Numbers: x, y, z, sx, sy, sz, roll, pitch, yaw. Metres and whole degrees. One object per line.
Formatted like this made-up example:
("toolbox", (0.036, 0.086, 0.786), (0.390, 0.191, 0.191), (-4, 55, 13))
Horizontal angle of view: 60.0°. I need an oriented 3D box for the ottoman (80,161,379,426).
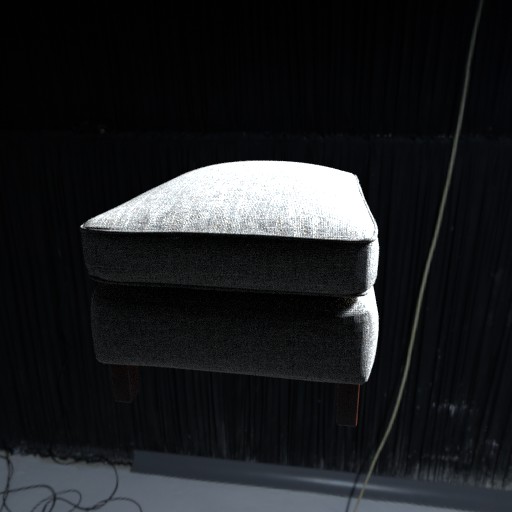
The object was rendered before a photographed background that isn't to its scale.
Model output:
("ottoman", (0.000, 0.000, 1.015), (0.508, 0.406, 0.686), (3, 19, 9))
